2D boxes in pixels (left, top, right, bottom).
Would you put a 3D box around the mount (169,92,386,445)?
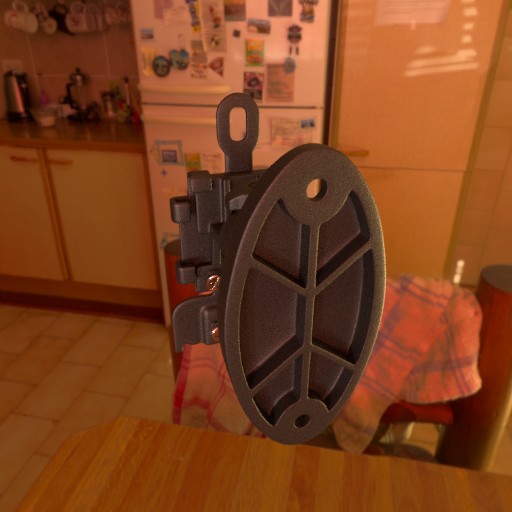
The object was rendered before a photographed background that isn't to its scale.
[{"bbox_3d":[0.000,0.000,0.176,0.066,0.118,0.100,-9,28,-17],"label":"mount"}]
